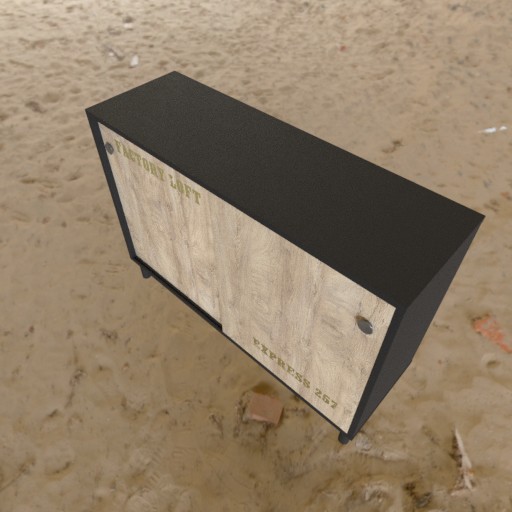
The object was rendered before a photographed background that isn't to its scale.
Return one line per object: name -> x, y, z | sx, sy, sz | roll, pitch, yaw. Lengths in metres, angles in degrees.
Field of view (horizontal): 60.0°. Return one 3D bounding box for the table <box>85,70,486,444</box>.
table -> 0.000, 0.000, 1.601 | 1.200, 0.855, 0.400 | 34, 56, 27
